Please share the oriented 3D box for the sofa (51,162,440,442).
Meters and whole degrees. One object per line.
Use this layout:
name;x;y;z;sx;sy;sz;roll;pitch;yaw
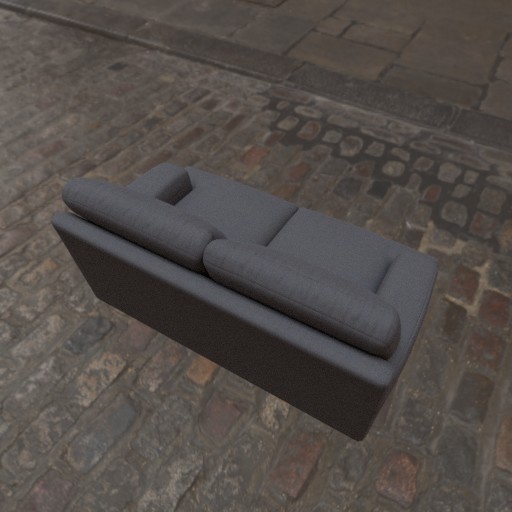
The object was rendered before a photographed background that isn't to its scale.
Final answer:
sofa;0.000;0.000;2.500;1.880;0.940;1.143;23;51;21
